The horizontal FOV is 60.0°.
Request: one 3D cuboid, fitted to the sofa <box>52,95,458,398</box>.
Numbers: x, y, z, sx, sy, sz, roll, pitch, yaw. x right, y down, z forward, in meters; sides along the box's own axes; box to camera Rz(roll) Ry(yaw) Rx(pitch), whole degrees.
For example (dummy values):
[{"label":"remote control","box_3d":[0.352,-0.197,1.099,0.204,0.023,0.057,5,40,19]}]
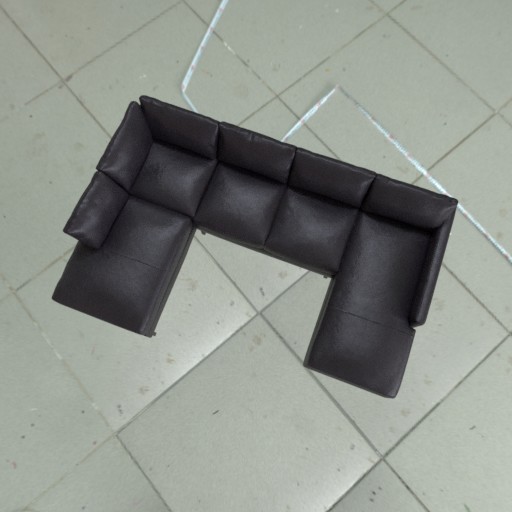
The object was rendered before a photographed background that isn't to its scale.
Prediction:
[{"label":"sofa","box_3d":[0.000,0.000,3.841,2.956,0.900,1.939,20,76,5]}]
